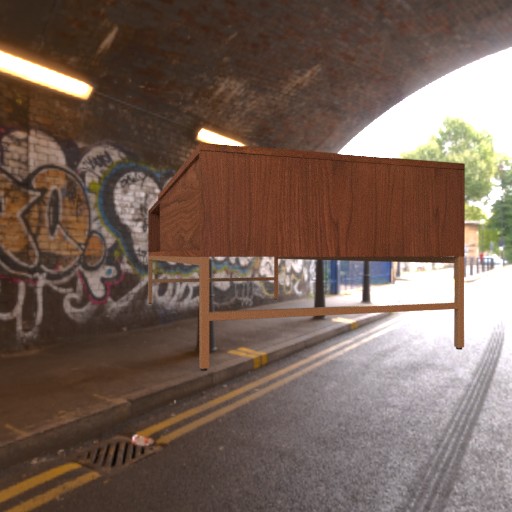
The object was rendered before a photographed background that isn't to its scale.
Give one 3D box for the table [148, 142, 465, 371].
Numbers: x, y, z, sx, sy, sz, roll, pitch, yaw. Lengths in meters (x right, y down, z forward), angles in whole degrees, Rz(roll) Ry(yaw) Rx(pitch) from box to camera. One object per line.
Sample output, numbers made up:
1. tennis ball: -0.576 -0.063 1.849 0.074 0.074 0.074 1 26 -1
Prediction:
1. table: 0.000 0.000 1.926 0.789 0.551 1.553 0 0 -18
